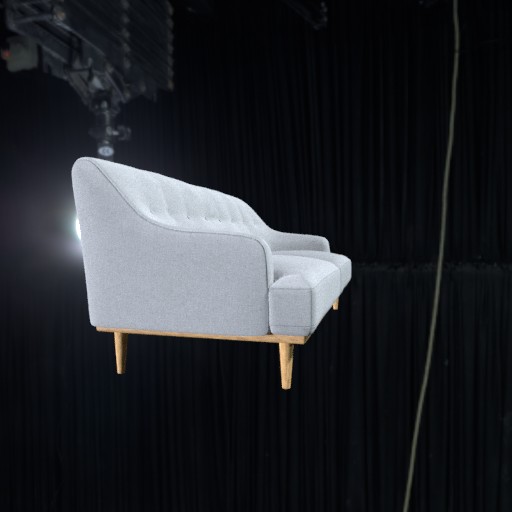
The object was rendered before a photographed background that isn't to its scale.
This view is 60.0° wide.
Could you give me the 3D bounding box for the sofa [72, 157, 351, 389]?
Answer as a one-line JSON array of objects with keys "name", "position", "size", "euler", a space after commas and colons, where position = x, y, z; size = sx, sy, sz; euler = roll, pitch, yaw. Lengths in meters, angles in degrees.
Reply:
[{"name": "sofa", "position": [0.000, 0.000, 2.577], "size": [0.978, 0.871, 2.057], "euler": [1, 2, 15]}]
